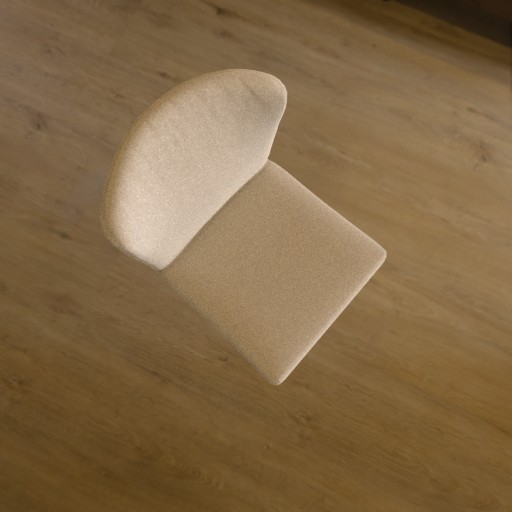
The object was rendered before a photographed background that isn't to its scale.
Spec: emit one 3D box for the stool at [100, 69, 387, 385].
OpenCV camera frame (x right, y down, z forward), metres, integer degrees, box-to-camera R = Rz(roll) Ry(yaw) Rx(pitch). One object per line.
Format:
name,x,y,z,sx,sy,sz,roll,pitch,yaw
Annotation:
stool,0.000,0.000,1.284,0.568,0.968,0.479,41,80,9
